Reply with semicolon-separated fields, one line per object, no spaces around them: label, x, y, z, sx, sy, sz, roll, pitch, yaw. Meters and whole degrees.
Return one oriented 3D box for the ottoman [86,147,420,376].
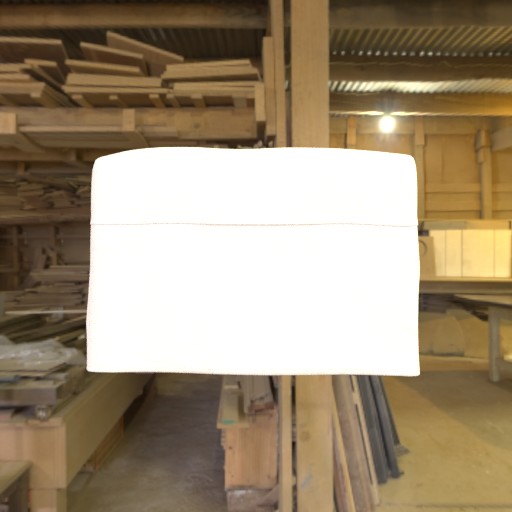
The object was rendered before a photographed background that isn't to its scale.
ottoman;0.000;0.000;1.175;0.590;0.444;0.872;0;0;2
